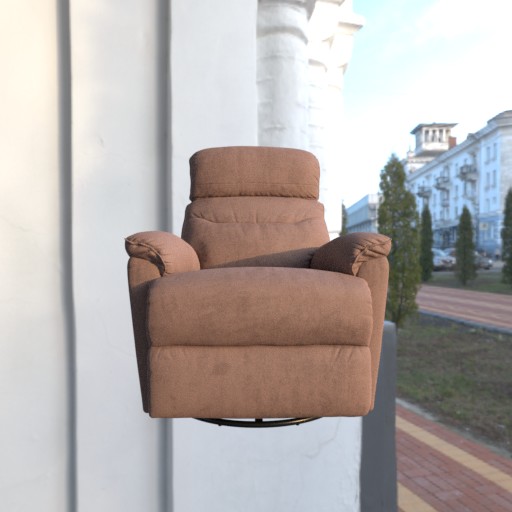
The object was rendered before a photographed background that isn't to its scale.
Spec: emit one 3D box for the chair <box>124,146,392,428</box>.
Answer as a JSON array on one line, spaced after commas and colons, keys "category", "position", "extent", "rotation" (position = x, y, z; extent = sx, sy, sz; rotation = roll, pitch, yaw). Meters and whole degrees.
[{"category": "chair", "position": [0.000, 0.000, 1.718], "extent": [0.820, 1.037, 1.004], "rotation": [0, 1, -1]}]
